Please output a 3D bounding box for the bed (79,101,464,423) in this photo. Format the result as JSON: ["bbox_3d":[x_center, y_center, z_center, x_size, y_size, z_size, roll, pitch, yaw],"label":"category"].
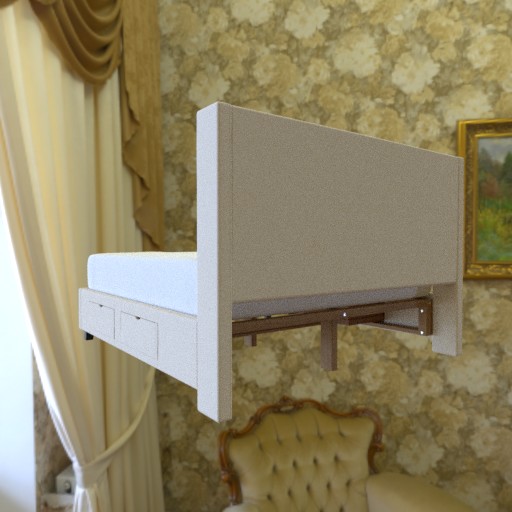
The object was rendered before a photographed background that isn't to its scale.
[{"bbox_3d":[0.000,0.000,3.555,2.145,1.471,2.293,-1,2,-37],"label":"bed"}]
